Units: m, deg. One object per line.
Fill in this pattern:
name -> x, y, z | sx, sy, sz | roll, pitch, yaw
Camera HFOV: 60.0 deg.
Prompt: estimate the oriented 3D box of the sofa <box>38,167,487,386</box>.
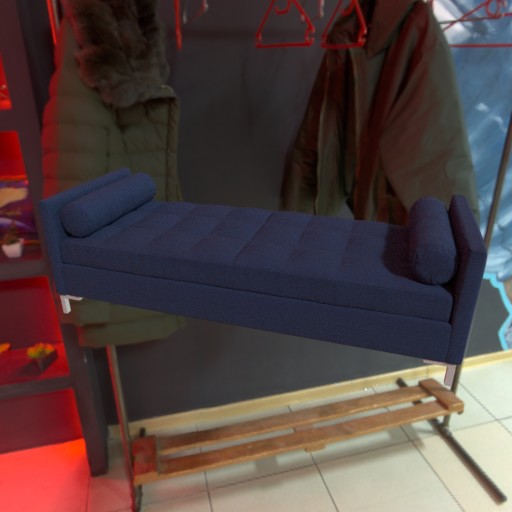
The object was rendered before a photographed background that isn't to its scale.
sofa -> 0.000, 0.000, 2.412 | 2.102, 0.657, 0.797 | 7, 26, 16
